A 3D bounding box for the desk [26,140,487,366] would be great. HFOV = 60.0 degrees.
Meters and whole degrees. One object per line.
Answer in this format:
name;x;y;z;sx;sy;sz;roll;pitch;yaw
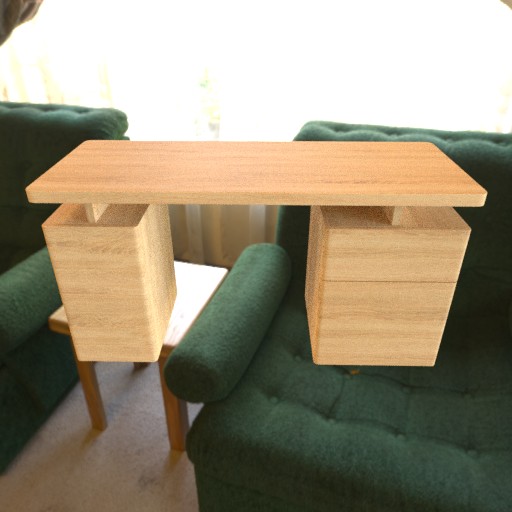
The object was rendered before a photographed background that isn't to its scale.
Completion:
desk;0.000;0.000;1.753;1.400;0.760;0.550;1;30;1
